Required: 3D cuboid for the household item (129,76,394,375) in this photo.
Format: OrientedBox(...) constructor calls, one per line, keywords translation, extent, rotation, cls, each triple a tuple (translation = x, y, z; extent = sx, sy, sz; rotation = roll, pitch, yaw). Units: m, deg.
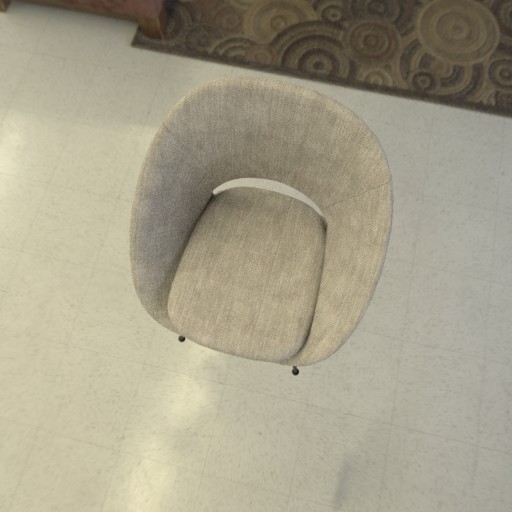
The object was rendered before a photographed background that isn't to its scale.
OrientedBox(translation=(0.000, 0.000, 1.302), extent=(0.643, 0.869, 0.587), rotation=(15, 75, 4), cls="household item")
